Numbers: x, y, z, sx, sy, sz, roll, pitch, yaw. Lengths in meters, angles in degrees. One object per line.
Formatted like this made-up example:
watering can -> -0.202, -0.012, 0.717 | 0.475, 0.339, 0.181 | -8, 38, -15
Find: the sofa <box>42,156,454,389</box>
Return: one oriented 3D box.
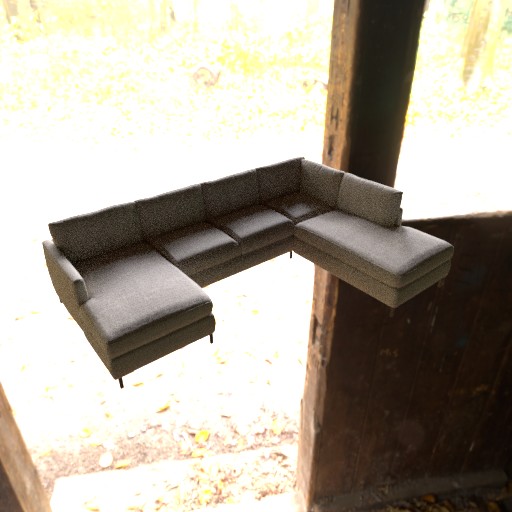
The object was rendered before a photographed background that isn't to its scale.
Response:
sofa -> 0.000, 0.000, 3.532 | 2.737, 0.756, 1.879 | -22, 37, -33
